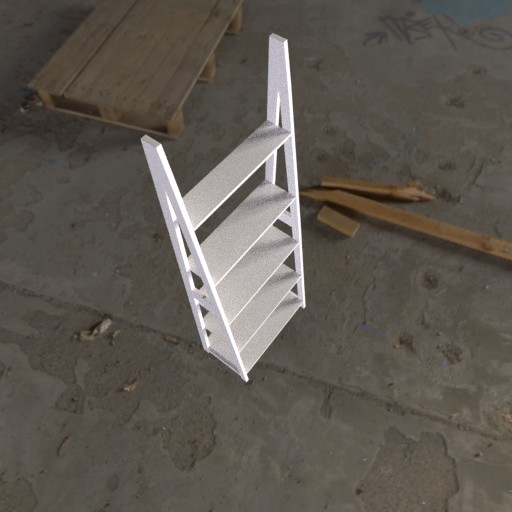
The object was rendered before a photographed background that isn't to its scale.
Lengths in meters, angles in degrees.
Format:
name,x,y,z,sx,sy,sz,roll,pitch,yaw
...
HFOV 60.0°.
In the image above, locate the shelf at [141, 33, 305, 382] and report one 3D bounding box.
name,x,y,z,sx,sy,sz,roll,pitch,yaw
shelf,0.000,0.000,2.094,0.341,1.779,0.636,33,65,18
